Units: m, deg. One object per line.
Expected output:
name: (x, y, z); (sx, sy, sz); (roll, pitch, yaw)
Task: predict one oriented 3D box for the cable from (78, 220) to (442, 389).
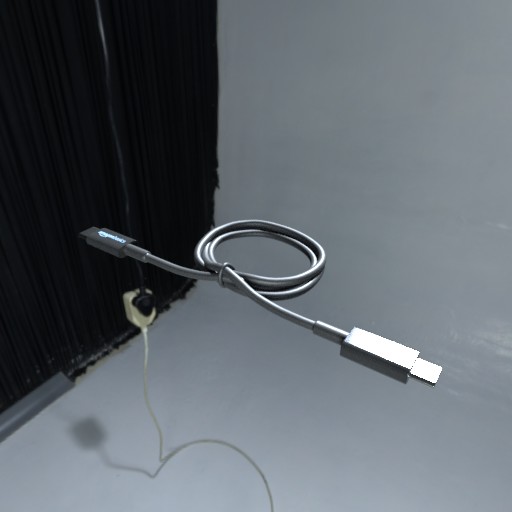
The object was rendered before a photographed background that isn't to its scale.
cable: (0.000, 0.000, 0.219); (0.192, 0.014, 0.070); (19, 36, 29)
